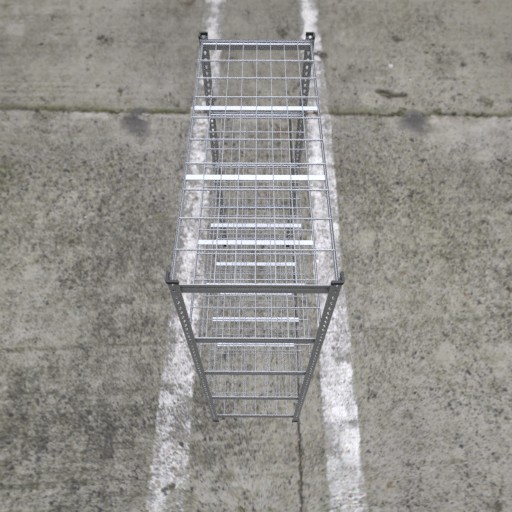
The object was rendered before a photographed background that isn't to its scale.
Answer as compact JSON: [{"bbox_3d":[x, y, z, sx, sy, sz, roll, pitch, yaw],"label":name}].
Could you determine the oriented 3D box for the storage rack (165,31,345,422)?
[{"bbox_3d":[0.000,0.000,2.741,0.610,1.981,1.524,0,57,0],"label":"storage rack"}]
